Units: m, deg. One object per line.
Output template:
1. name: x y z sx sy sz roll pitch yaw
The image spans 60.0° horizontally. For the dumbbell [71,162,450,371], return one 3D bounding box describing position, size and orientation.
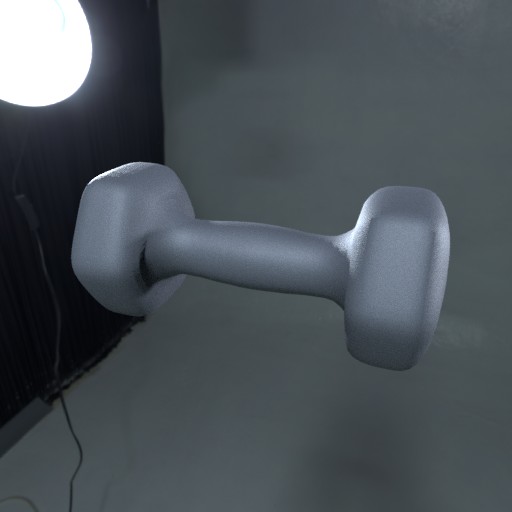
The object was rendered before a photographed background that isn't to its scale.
1. dumbbell: 0.000 0.000 0.303 0.240 0.105 0.116 9 27 18
